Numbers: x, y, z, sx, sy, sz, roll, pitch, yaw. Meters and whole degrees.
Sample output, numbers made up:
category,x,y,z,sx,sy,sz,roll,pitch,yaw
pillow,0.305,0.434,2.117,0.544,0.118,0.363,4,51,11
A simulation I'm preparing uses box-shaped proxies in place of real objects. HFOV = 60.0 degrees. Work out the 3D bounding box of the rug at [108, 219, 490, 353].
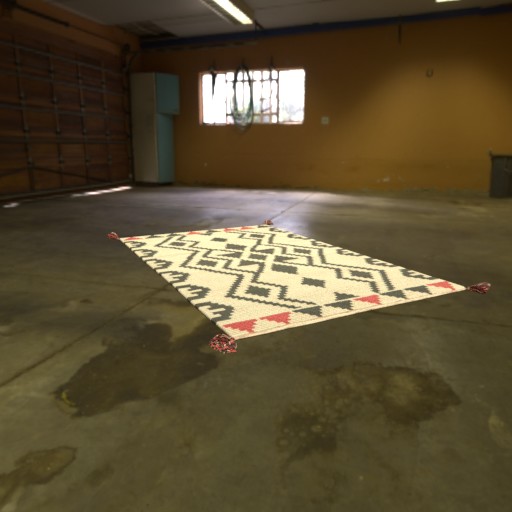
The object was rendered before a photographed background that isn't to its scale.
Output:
category,x,y,z,sx,sy,sz,roll,pitch,yaw
rug,0.000,0.000,3.311,1.741,0.066,2.672,-7,16,-27
